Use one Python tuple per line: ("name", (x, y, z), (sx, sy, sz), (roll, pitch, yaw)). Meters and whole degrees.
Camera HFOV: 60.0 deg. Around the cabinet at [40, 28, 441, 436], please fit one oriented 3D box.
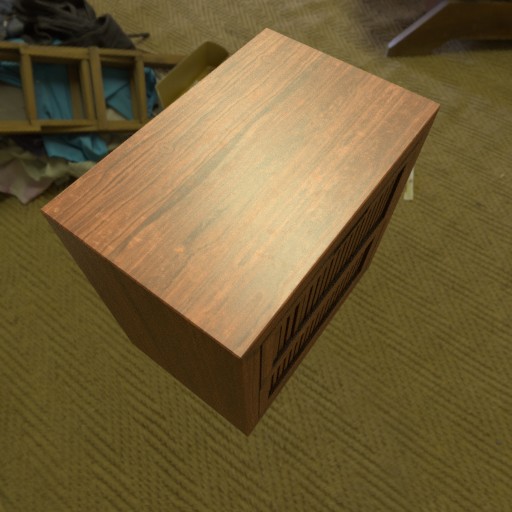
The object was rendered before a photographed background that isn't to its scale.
("cabinet", (0.000, 0.000, 1.059), (0.410, 0.695, 0.607), (33, 64, 18))
